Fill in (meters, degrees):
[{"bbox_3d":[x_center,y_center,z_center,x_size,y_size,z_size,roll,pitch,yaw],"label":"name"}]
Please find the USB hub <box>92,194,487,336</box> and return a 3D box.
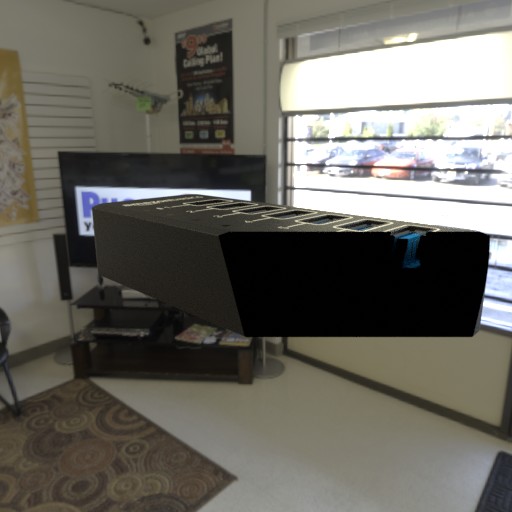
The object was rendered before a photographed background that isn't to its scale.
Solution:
[{"bbox_3d":[0.000,0.000,0.124,0.110,0.023,0.044,14,20,42],"label":"USB hub"}]
